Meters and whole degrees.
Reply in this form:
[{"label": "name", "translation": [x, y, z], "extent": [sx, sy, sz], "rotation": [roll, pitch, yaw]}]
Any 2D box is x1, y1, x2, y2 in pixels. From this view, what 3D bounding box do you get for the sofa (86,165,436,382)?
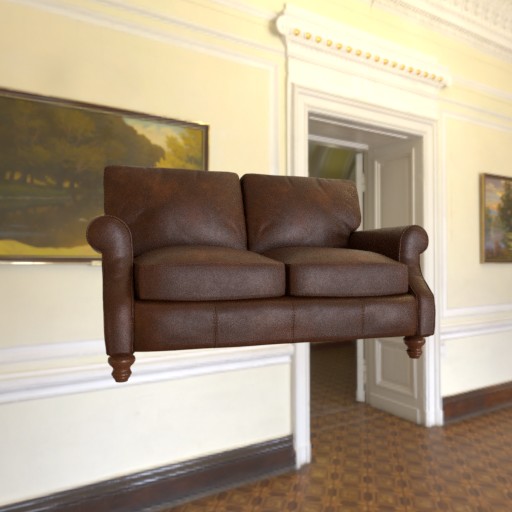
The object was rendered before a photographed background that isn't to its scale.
[{"label": "sofa", "translation": [0.000, 0.000, 2.276], "extent": [1.616, 0.976, 0.990], "rotation": [0, -1, -18]}]
